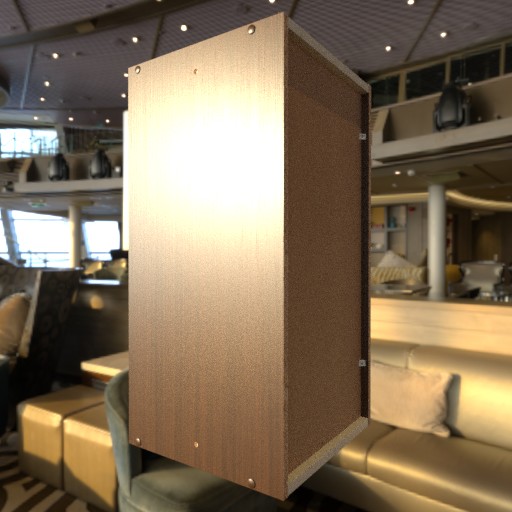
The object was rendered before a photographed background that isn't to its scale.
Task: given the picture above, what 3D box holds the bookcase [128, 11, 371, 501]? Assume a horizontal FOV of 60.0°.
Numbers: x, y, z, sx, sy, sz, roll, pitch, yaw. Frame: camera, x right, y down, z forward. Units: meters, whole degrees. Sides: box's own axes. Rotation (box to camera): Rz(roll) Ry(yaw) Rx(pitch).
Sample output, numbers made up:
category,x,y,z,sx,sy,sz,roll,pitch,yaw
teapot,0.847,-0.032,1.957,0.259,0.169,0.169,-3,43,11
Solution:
category,x,y,z,sx,sy,sz,roll,pitch,yaw
bookcase,0.000,0.000,0.748,0.290,0.600,0.300,0,0,35
